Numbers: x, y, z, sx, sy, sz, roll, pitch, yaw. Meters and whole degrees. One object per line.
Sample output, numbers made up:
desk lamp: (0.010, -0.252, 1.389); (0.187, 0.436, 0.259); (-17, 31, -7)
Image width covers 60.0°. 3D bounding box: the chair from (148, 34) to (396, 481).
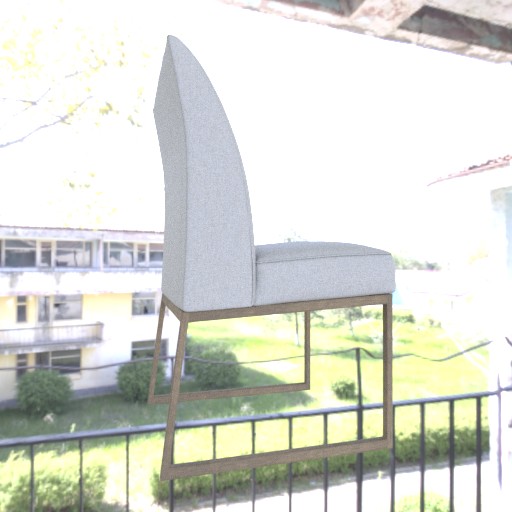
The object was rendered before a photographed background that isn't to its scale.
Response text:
chair: (0.000, 0.000, 1.149); (0.522, 0.863, 0.508); (0, 0, -17)
